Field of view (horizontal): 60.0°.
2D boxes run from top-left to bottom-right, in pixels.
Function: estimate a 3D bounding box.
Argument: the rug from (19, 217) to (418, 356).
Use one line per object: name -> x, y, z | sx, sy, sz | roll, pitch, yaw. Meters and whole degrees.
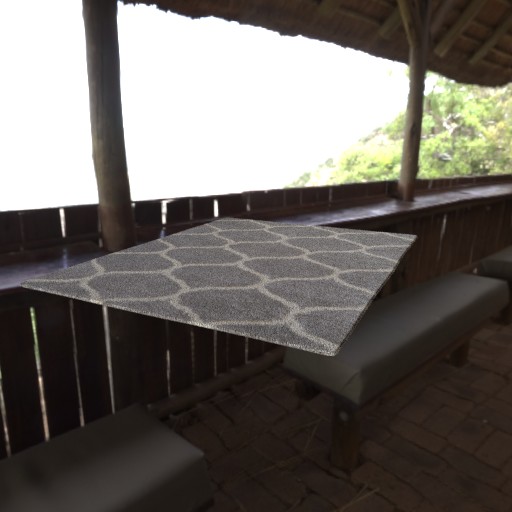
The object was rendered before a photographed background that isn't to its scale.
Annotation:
rug -> 0.000, 0.000, 4.003 | 2.399, 0.026, 3.000 | 8, 17, 26
